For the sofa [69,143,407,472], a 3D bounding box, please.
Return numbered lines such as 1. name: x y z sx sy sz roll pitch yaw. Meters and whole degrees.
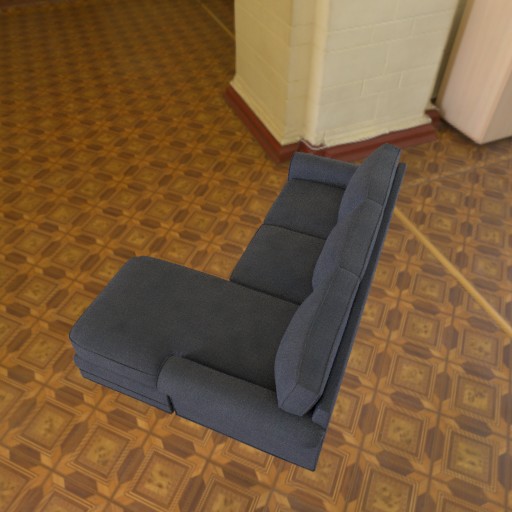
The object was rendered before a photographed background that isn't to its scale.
1. sofa: 0.000 0.000 3.439 1.780 1.063 2.567 17 49 15
